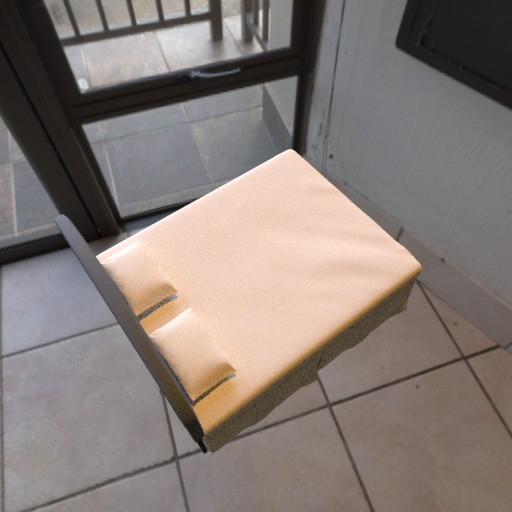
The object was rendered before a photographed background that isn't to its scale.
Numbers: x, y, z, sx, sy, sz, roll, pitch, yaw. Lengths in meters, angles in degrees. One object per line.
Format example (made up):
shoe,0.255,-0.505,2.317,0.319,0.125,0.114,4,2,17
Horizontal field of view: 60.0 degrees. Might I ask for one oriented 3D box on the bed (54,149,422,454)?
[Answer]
bed,0.000,0.000,3.090,2.005,1.410,1.607,-32,63,-19
